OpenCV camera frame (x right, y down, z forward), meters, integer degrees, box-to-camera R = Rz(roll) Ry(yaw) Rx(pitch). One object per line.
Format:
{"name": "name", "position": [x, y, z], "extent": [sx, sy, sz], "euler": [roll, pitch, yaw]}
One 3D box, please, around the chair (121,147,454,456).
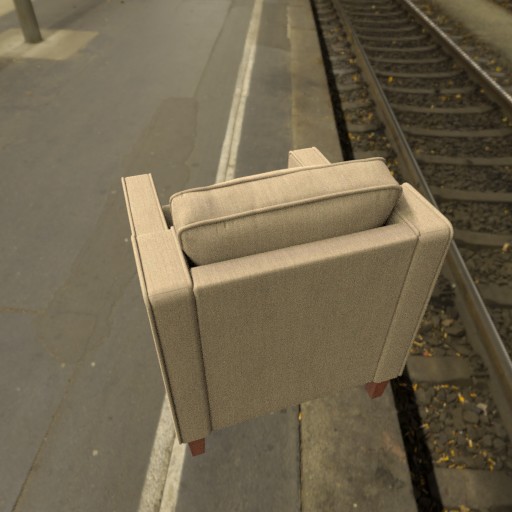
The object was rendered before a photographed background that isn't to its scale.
{"name": "chair", "position": [0.000, 0.000, 1.632], "extent": [0.831, 0.960, 0.909], "euler": [-12, 42, -14]}
